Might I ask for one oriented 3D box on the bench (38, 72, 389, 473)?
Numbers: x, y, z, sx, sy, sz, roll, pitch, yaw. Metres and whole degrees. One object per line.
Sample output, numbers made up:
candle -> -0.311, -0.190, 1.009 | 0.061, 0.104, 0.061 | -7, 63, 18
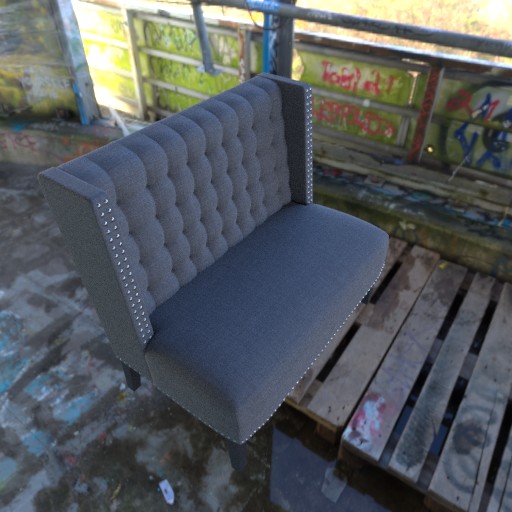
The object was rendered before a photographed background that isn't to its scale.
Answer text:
bench -> 0.000, 0.000, 1.980 | 0.842, 1.121, 1.276 | 26, 46, 27
